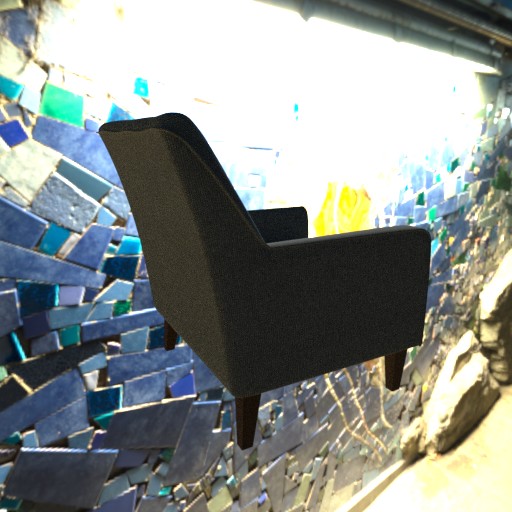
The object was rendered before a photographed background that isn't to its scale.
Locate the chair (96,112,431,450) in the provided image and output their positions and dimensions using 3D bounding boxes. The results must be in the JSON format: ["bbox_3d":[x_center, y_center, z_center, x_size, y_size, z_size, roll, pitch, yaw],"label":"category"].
[{"bbox_3d":[0.000,0.000,1.572,0.899,0.919,0.780,-8,17,-28],"label":"chair"}]
